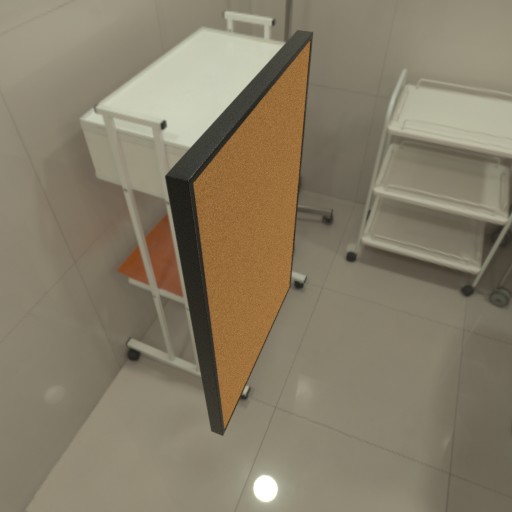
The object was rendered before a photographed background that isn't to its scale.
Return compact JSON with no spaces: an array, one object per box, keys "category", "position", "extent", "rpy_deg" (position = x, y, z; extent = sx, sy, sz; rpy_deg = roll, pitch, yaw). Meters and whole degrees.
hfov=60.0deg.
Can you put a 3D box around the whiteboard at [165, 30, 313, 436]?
[{"category":"whiteboard","position":[0.000,0.000,0.773],"extent":[0.026,0.611,0.406],"rpy_deg":[16,49,15]}]
